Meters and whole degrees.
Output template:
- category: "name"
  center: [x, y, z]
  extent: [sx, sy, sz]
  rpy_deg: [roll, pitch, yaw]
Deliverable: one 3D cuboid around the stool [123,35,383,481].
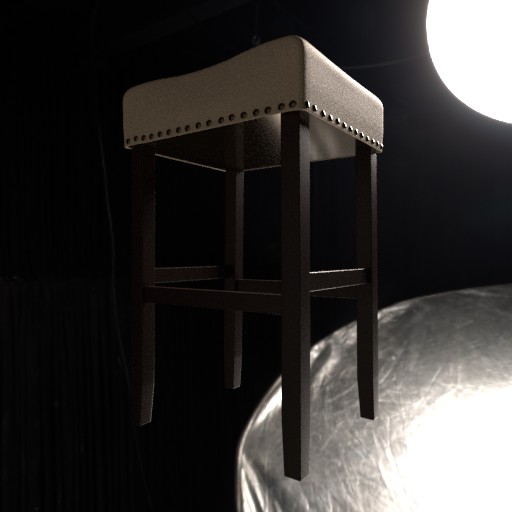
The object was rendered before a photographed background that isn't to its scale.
- category: "stool"
  center: [0.000, 0.000, 1.030]
  extent: [0.471, 0.762, 0.401]
  rpy_deg: [0, 0, 35]
